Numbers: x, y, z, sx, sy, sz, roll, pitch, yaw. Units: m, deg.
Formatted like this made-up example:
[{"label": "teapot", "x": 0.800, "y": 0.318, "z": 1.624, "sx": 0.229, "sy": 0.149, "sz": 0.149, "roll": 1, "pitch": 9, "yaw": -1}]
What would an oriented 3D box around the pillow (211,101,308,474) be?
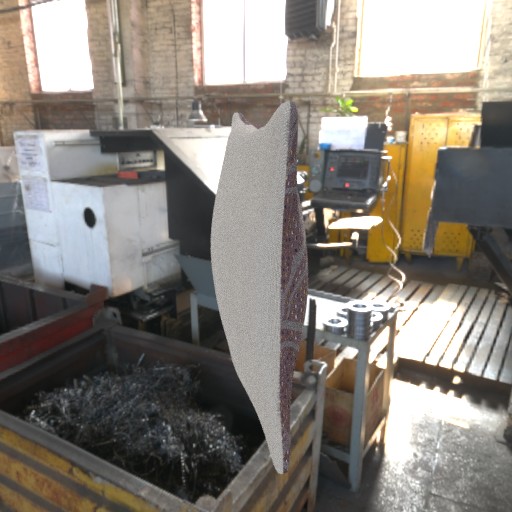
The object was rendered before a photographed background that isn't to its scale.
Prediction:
[{"label": "pillow", "x": 0.000, "y": 0.000, "z": 0.809, "sx": 0.163, "sy": 0.513, "sz": 0.514, "roll": -3, "pitch": 16, "yaw": -9}]
